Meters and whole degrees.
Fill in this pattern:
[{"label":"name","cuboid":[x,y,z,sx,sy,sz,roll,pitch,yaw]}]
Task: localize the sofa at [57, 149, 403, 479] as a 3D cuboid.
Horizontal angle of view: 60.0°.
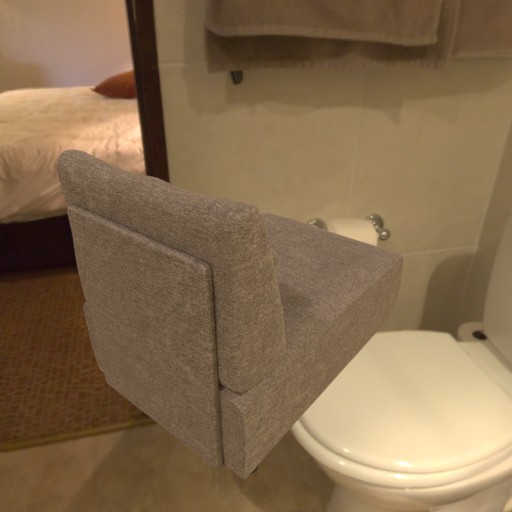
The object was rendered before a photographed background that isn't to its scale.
[{"label":"sofa","cuboid":[0.000,0.000,1.538,0.700,0.820,1.000,22,36,33]}]
